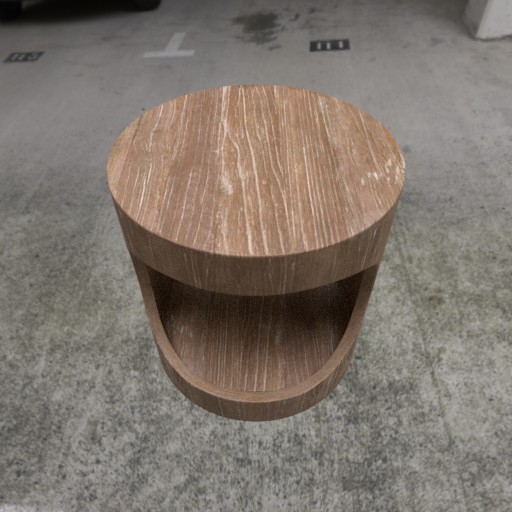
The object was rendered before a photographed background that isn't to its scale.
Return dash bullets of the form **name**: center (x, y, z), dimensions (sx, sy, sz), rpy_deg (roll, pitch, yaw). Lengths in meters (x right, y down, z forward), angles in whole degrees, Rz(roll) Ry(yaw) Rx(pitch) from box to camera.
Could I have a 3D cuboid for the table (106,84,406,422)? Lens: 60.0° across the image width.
- **table**: center (0.000, 0.000, 0.999), dimensions (0.527, 0.551, 0.527), rpy_deg (0, 46, 0)
